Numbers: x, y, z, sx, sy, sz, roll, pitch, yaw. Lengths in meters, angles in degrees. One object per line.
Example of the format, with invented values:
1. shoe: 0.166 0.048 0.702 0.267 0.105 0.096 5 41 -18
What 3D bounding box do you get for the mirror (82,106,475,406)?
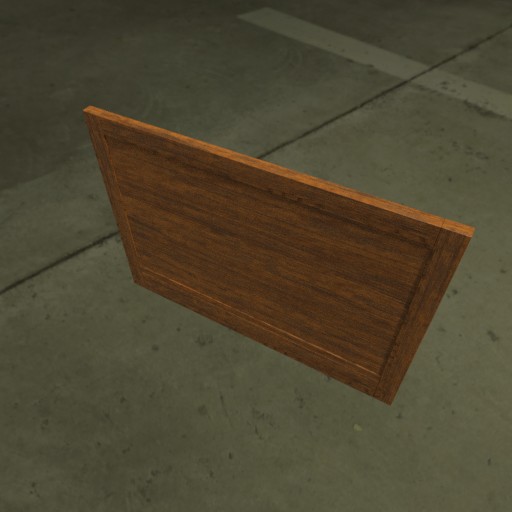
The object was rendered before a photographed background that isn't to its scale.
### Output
1. mirror: 0.000 0.000 0.983 0.758 0.537 0.084 22 50 20
